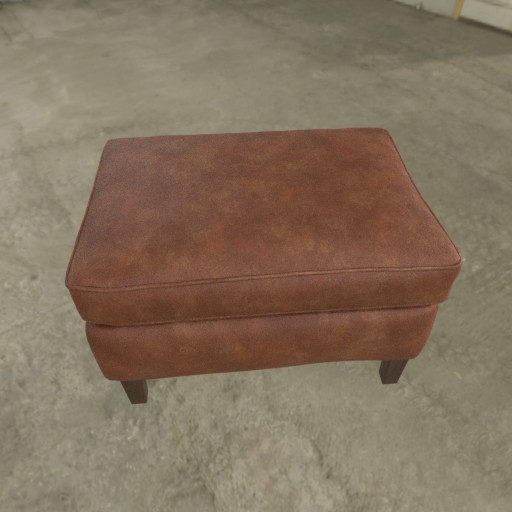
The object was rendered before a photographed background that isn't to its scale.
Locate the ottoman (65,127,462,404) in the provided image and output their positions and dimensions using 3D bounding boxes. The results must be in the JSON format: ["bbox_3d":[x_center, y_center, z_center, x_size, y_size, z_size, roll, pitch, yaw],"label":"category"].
[{"bbox_3d":[0.000,0.000,0.983,0.665,0.418,0.501,-3,45,-3],"label":"ottoman"}]
